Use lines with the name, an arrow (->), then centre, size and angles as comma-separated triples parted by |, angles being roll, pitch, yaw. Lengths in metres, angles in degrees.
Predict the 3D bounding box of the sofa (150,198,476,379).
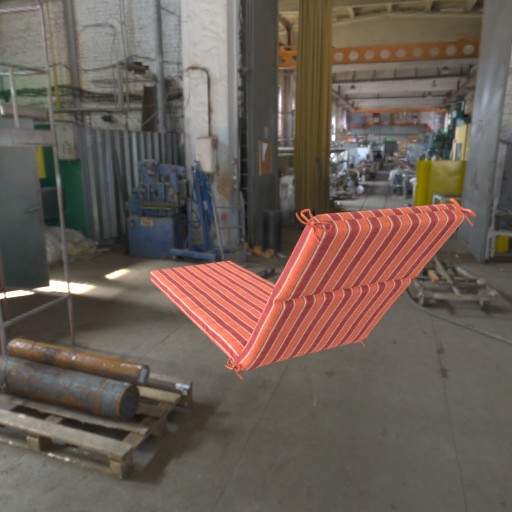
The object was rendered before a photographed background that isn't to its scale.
sofa -> 0.000, 0.000, 1.903 | 0.582, 0.622, 1.663 | -7, 16, -27
